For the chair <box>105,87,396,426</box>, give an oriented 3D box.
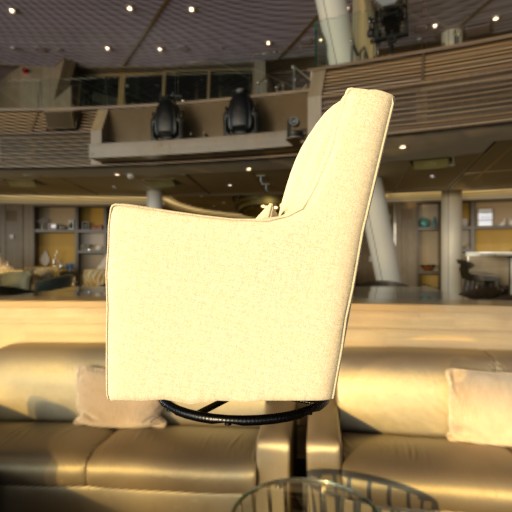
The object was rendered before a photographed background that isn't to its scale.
[{"bbox_3d":[0.000,0.000,1.590,0.879,0.993,0.732,0,0,0],"label":"chair"}]
